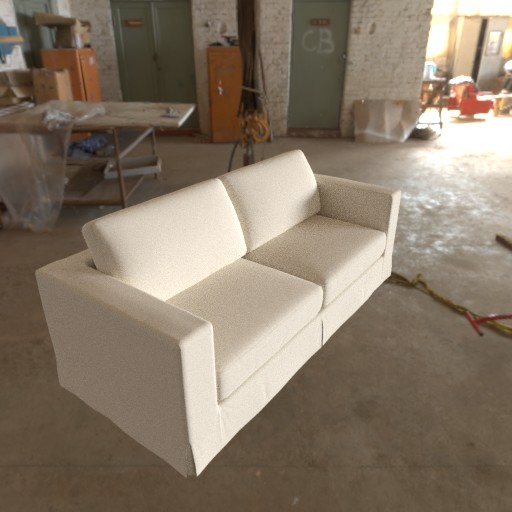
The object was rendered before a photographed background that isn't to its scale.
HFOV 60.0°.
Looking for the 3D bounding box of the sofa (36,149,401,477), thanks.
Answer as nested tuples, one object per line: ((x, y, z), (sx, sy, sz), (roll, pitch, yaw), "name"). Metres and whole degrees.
((0.000, 0.000, 2.616), (0.954, 0.881, 2.163), (18, 32, 32), "sofa")
